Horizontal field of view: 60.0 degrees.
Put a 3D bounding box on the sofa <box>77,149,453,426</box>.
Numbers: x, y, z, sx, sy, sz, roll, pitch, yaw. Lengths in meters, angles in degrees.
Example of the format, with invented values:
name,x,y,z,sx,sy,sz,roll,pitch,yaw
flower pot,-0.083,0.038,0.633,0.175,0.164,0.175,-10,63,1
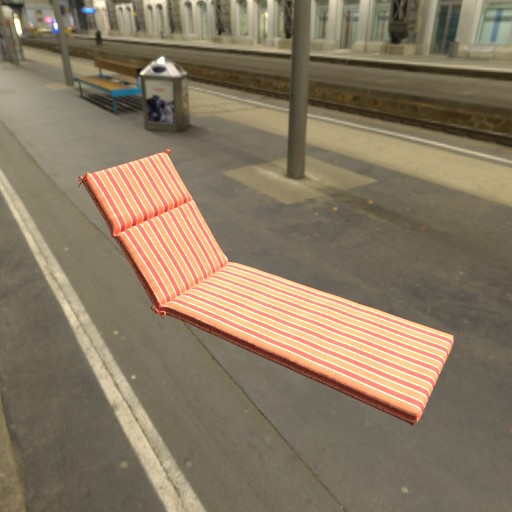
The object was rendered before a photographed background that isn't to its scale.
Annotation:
name,x,y,z,sx,sy,sz,roll,pitch,yaw
sofa,0.000,0.000,1.960,1.663,0.622,0.582,18,32,30
